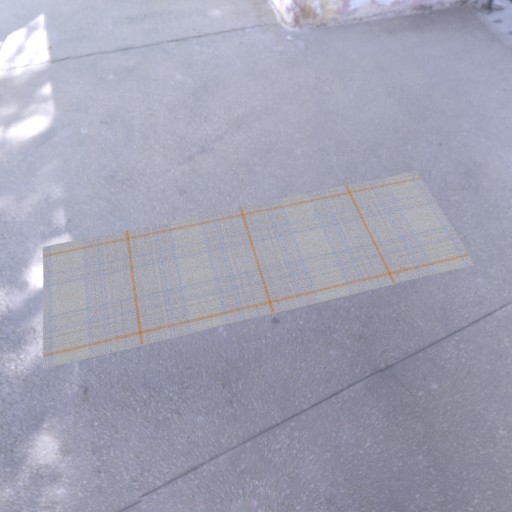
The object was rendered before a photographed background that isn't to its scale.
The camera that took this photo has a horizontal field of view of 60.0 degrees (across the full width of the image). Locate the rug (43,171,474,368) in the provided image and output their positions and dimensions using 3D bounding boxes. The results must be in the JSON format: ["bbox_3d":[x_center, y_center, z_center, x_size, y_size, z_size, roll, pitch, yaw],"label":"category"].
[{"bbox_3d":[0.000,0.000,2.621,2.442,0.016,0.770,-12,58,-8],"label":"rug"}]
